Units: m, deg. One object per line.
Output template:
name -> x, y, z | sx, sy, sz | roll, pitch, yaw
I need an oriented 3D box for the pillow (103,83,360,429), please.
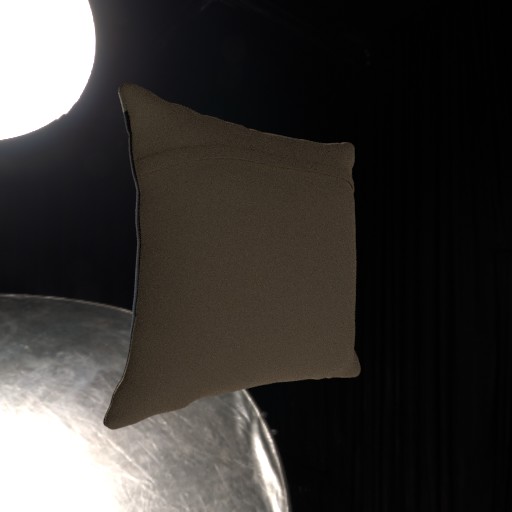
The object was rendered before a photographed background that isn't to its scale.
pillow -> 0.000, 0.000, 0.795 | 0.536, 0.506, 0.229 | 1, -2, -36
